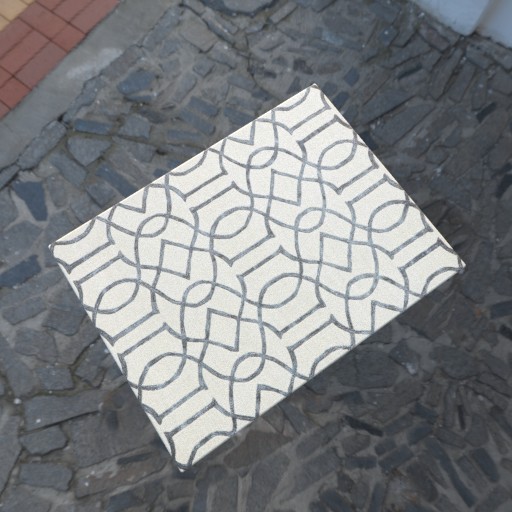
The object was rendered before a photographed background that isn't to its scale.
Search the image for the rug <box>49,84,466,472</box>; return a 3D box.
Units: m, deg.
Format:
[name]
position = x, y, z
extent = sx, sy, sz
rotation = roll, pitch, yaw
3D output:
[rug]
position = 0.000, 0.000, 3.864
extent = 2.910, 0.021, 2.211
rotation = -34, 78, -8
